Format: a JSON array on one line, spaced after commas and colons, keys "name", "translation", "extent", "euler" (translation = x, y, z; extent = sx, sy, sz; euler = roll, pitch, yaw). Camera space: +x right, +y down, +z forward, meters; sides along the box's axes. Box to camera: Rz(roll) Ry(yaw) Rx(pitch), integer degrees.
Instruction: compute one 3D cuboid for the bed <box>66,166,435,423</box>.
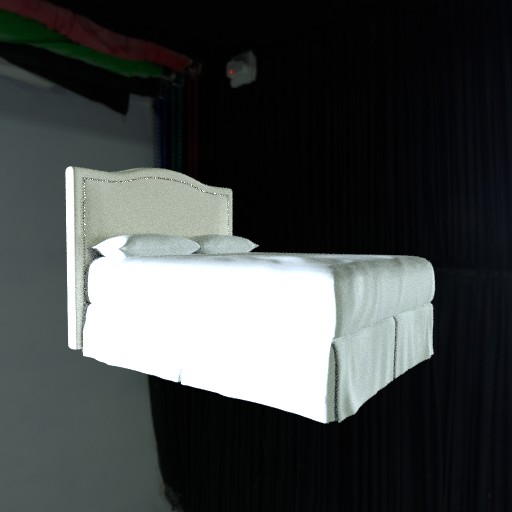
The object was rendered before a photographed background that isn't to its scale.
[{"name": "bed", "translation": [0.000, 0.000, 3.261], "extent": [2.143, 1.460, 1.753], "euler": [2, 3, 37]}]
